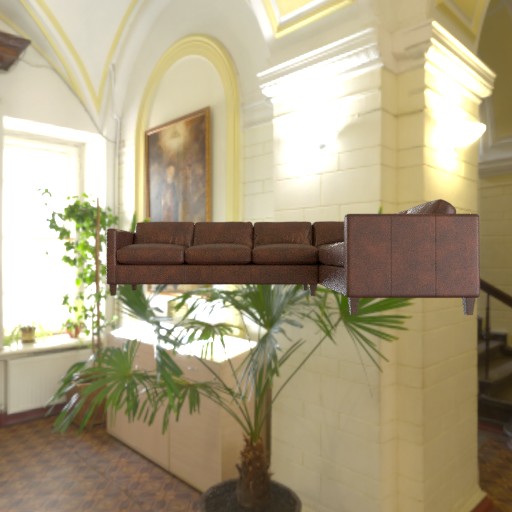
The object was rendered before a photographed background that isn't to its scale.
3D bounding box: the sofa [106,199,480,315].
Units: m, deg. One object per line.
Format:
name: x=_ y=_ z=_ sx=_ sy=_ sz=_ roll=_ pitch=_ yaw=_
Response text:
sofa: x=0.000 y=0.000 z=4.304 sx=3.152 sy=0.836 sz=2.438 roll=0 pitch=0 yaw=1
